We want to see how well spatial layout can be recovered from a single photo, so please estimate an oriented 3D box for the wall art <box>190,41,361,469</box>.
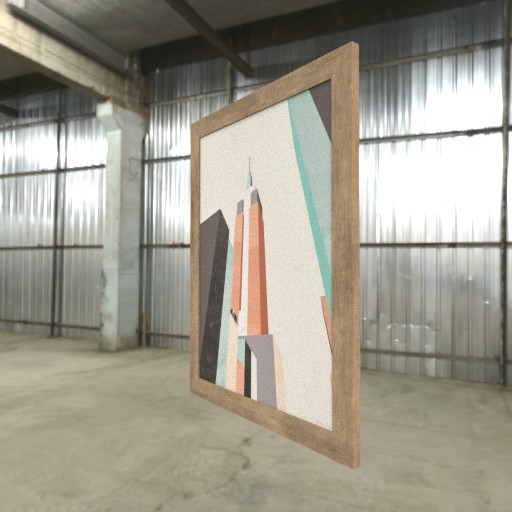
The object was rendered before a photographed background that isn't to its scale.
[{"bbox_3d":[0.000,0.000,0.927,0.018,0.686,0.534,1,-1,-37],"label":"wall art"}]
